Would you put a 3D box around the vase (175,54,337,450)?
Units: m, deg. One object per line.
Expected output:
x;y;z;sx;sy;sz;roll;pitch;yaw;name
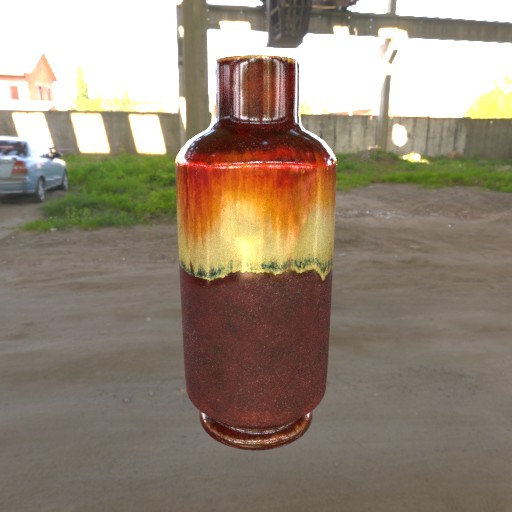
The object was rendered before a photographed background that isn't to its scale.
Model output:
0.000;0.000;0.322;0.111;0.261;0.111;0;15;0;vase
